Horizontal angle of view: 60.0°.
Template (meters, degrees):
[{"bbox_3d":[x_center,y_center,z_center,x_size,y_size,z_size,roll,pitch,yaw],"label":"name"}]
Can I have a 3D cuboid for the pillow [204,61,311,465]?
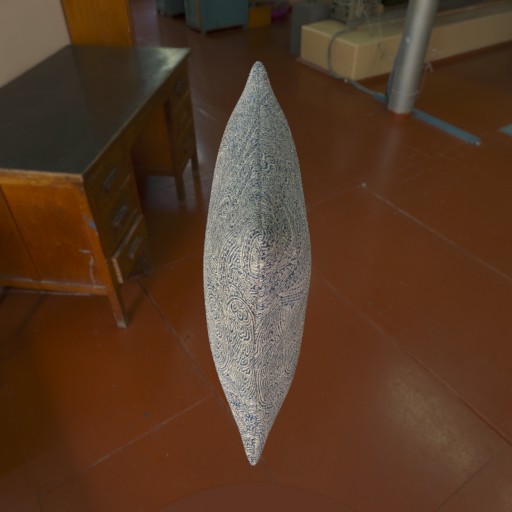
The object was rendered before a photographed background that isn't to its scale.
[{"bbox_3d":[0.000,0.000,0.789,0.166,0.510,0.523,0,41,0],"label":"pillow"}]
